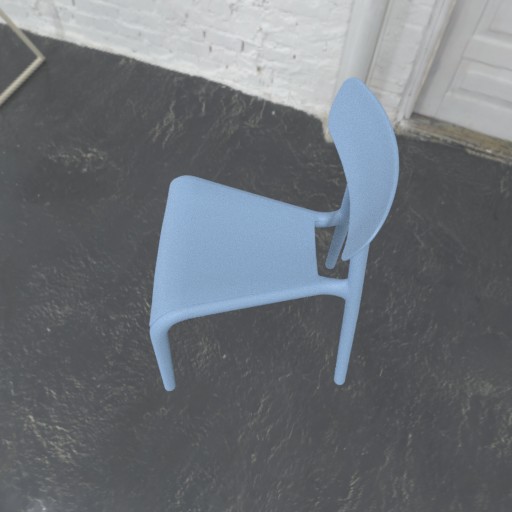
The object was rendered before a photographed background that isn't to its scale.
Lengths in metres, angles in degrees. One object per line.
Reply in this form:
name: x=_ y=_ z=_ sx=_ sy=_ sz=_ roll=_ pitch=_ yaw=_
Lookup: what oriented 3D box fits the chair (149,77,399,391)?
chair: x=0.000 y=0.000 z=0.823 sx=0.401 sy=0.580 sz=0.356 roll=1 pitch=59 yaw=0
